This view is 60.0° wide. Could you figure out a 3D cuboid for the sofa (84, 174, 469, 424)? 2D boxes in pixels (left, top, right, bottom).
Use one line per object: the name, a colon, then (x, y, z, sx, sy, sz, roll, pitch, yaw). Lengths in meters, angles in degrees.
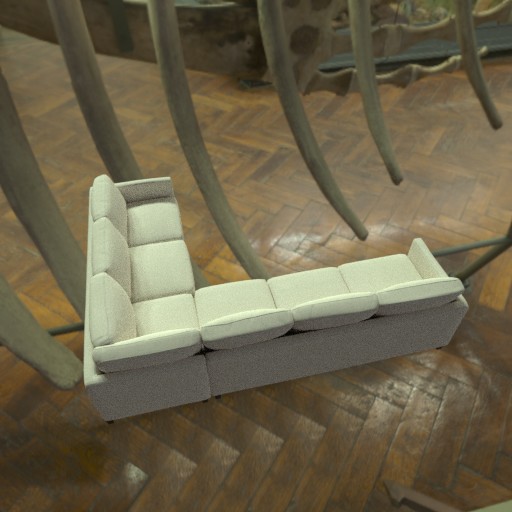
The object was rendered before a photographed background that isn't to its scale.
sofa: (0.000, 0.000, 4.620, 3.302, 0.947, 2.593, -10, 47, -9)
